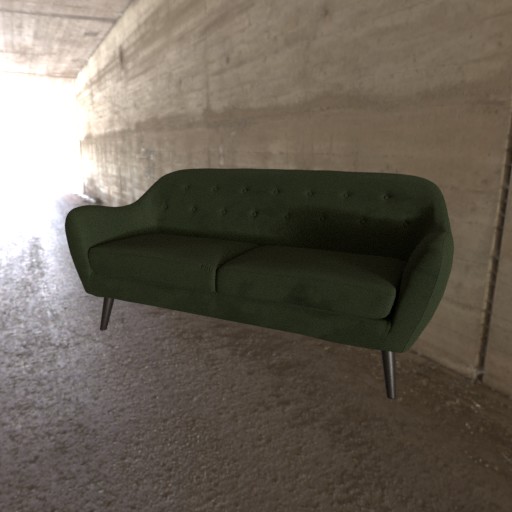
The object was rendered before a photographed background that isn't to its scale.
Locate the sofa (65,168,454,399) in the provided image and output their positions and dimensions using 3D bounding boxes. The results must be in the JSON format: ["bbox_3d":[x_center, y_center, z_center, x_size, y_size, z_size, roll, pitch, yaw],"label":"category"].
[{"bbox_3d":[0.000,0.000,2.261,1.840,0.836,0.820,7,15,25],"label":"sofa"}]
